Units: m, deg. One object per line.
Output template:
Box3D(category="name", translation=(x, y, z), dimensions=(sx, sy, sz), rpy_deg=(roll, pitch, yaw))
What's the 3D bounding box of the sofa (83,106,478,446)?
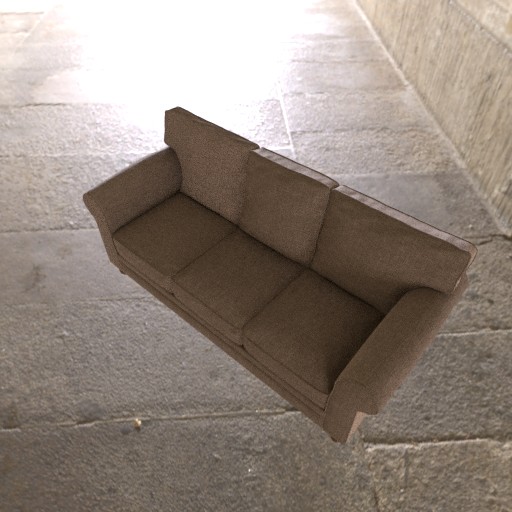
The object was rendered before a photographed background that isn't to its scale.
Box3D(category="sofa", translation=(0.000, 0.000, 2.566), dimensions=(2.084, 0.961, 0.916), rpy_deg=(32, 54, 27))
